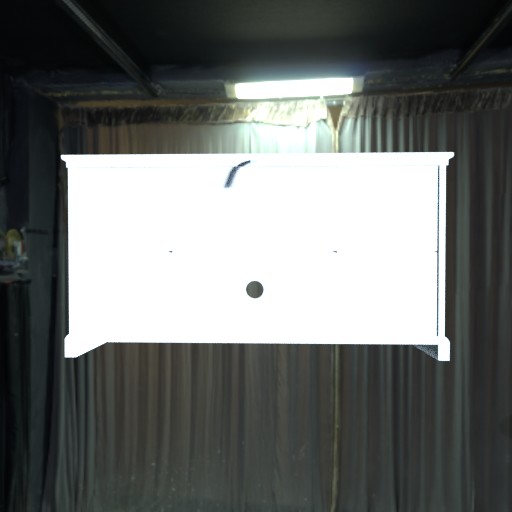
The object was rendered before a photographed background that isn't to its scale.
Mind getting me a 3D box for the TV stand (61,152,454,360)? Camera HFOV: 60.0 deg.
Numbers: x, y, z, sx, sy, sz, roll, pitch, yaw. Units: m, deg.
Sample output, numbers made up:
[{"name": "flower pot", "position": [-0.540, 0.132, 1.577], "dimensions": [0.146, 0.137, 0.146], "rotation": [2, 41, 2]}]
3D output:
[{"name": "TV stand", "position": [0.000, 0.000, 1.489], "dimensions": [1.187, 0.624, 0.424], "rotation": [0, 1, 2]}]
